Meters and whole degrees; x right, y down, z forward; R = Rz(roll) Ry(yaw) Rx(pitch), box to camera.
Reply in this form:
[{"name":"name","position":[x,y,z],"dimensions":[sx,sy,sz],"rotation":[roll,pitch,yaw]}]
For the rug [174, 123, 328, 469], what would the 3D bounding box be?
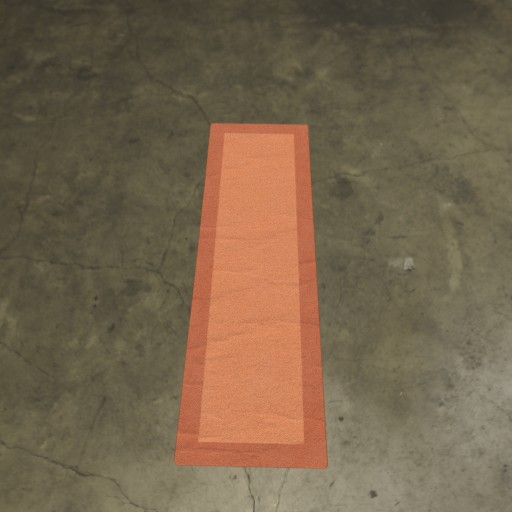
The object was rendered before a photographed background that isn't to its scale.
[{"name":"rug","position":[0.000,0.000,2.808],"dimensions":[0.914,0.013,2.471],"rotation":[-2,58,-1]}]
